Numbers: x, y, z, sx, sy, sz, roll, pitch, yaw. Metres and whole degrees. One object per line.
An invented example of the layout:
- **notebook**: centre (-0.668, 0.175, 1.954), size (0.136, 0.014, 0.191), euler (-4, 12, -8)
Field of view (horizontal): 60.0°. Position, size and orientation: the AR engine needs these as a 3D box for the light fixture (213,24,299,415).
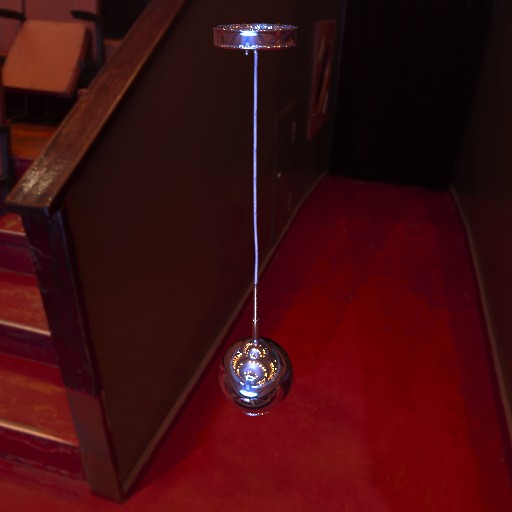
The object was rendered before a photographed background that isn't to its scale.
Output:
- **light fixture**: centre (0.000, 0.000, 1.672), size (0.336, 1.538, 0.336), euler (8, 32, 14)
